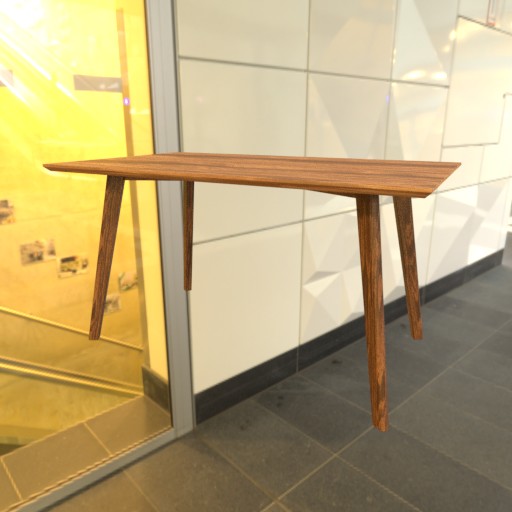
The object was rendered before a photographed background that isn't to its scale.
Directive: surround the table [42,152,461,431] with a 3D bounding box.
[{"bbox_3d":[0.000,0.000,1.762,1.349,0.724,0.801,9,19,27],"label":"table"}]
